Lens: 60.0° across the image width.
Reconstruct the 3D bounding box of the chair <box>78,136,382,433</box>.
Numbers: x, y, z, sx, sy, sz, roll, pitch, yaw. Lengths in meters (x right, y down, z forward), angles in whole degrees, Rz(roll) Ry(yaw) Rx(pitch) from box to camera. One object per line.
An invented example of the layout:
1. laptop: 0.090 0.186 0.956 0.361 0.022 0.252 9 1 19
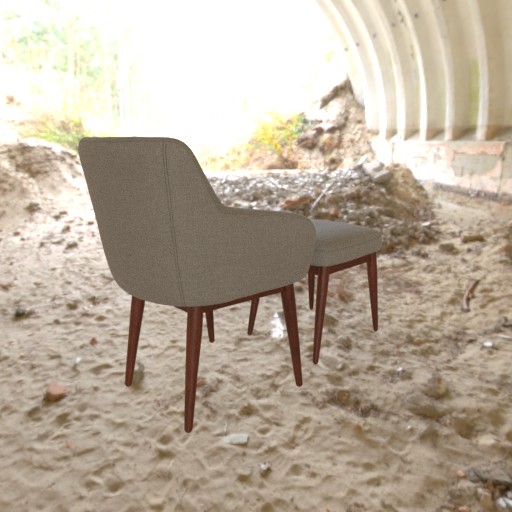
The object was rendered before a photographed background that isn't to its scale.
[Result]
1. chair: 0.000 0.000 1.544 1.107 0.799 0.584 -14 20 -43
